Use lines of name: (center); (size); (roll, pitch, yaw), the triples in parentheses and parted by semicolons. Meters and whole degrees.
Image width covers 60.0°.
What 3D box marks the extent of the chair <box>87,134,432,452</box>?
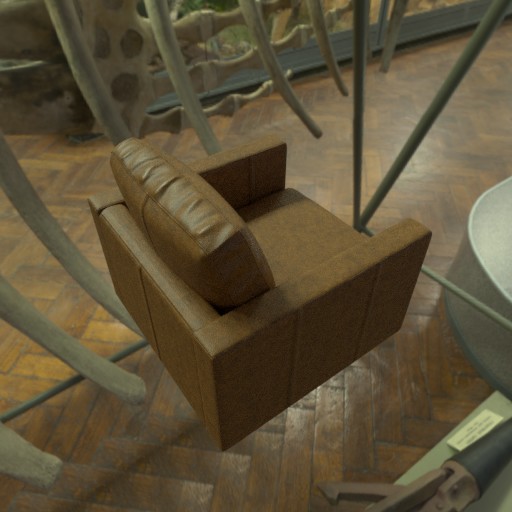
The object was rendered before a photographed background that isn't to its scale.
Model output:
chair: (0.000, 0.000, 1.706); (0.909, 0.956, 0.890); (-26, 48, -26)
